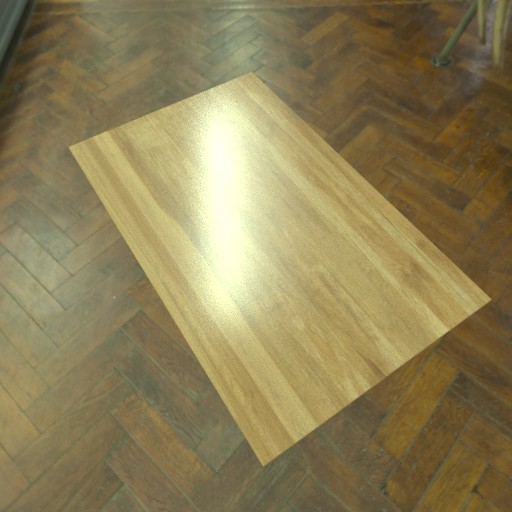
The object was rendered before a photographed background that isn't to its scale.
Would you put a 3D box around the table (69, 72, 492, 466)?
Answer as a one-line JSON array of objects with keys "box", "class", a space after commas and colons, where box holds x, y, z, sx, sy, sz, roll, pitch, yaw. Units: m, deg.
[{"box": [0.000, 0.000, 1.441, 0.692, 0.441, 1.100, -29, 62, -17], "class": "table"}]
